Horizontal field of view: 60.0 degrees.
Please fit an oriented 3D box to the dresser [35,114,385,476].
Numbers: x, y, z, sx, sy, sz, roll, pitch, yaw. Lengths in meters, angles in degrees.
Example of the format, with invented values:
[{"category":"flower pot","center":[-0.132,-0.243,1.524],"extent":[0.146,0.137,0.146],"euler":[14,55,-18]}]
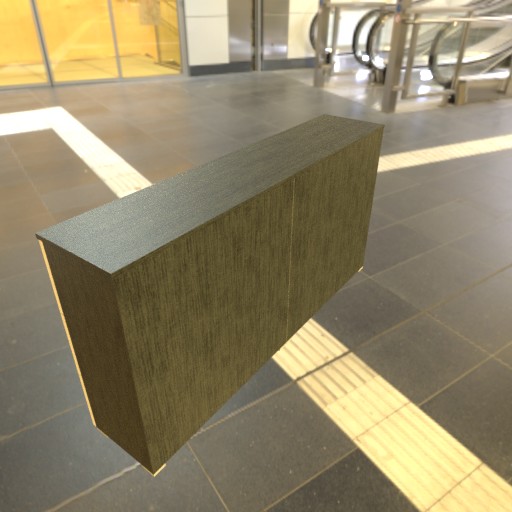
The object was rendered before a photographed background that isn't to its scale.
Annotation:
[{"category":"dresser","center":[0.000,0.000,1.818],"extent":[0.333,0.790,1.535],"euler":[22,38,31]}]
